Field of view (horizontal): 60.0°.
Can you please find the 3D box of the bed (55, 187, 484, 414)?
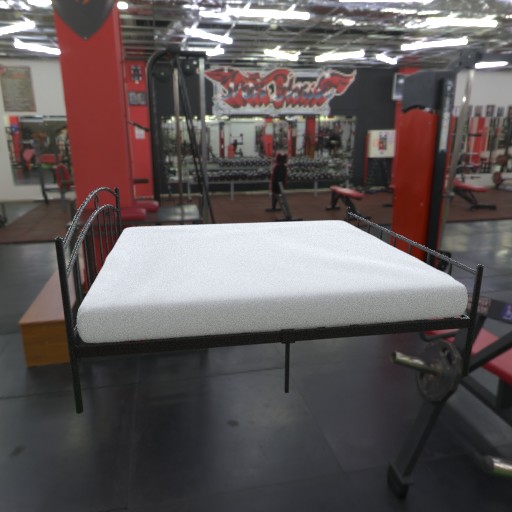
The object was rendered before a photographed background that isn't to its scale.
[{"bbox_3d":[0.000,0.000,3.018,2.040,0.940,1.880,-3,16,-9],"label":"bed"}]
